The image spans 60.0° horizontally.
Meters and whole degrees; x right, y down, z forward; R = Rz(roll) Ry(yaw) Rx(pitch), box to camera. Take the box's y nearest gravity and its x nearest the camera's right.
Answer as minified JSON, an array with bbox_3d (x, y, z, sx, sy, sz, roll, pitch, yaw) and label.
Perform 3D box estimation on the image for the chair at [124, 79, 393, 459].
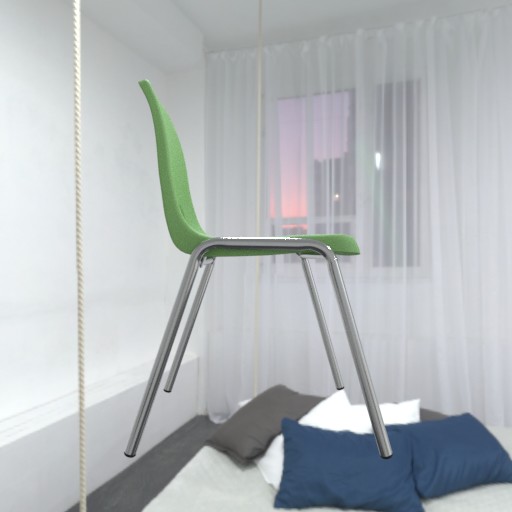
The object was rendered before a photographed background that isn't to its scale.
[{"bbox_3d":[0.000,0.000,0.893,0.436,0.653,0.381,0,0,-1],"label":"chair"}]
